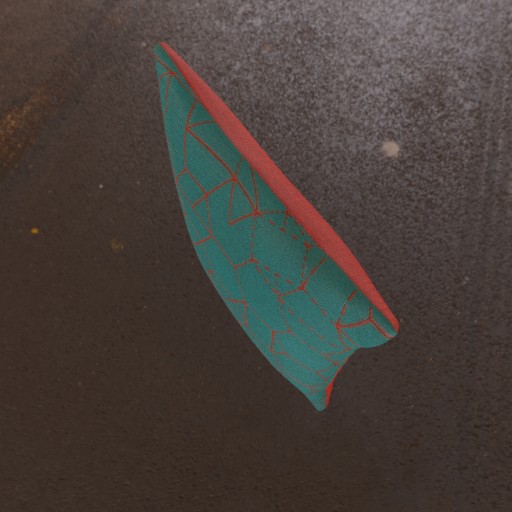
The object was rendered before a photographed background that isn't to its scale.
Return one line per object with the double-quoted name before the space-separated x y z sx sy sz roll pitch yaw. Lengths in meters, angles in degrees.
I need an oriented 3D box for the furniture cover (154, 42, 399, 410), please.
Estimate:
"furniture cover" 0.000 0.000 0.762 0.158 0.508 0.517 -30 67 -15
